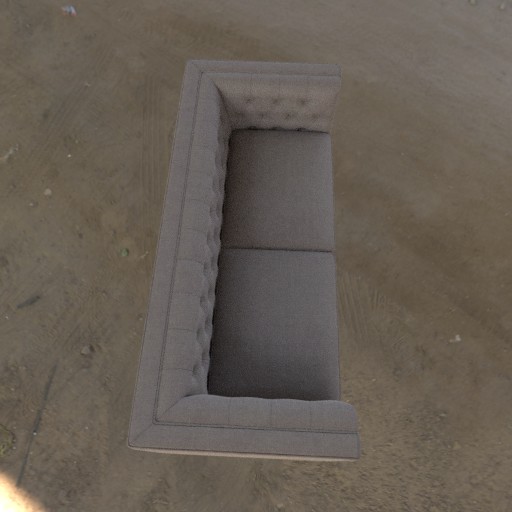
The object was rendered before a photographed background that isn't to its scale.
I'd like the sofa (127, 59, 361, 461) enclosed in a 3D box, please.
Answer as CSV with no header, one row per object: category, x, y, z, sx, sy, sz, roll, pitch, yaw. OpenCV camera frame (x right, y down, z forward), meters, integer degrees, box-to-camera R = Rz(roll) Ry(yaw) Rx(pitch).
sofa,0.000,0.000,2.151,0.775,0.762,1.778,2,65,1
